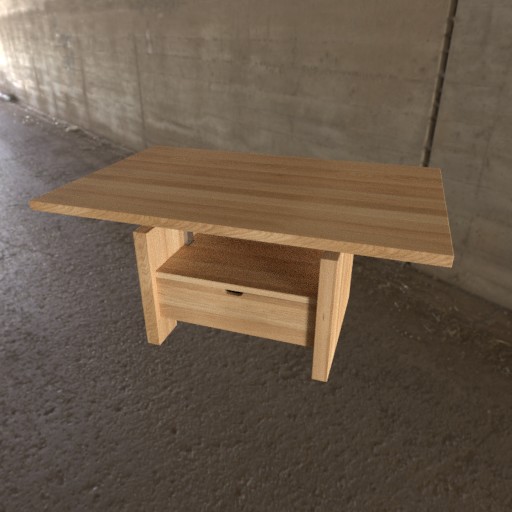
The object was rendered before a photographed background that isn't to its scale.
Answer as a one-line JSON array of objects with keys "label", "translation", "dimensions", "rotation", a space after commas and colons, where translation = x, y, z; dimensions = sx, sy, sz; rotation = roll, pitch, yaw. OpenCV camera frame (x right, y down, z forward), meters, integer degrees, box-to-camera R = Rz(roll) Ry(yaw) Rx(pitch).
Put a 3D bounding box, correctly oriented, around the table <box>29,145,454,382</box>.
[{"label": "table", "translation": [0.000, 0.000, 1.491], "dimensions": [1.100, 0.510, 0.700], "rotation": [8, 28, 16]}]
